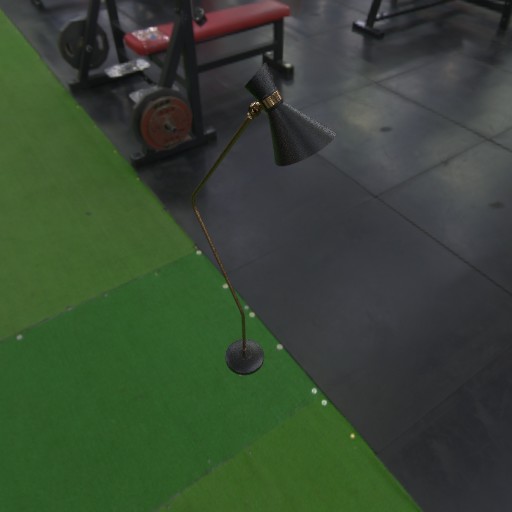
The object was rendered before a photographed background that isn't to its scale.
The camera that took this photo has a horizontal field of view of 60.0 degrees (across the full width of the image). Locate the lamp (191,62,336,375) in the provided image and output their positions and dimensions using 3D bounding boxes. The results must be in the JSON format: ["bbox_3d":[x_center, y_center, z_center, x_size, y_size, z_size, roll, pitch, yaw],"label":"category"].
[{"bbox_3d":[0.000,0.000,1.620,0.277,1.438,0.467,-24,51,-21],"label":"lamp"}]
